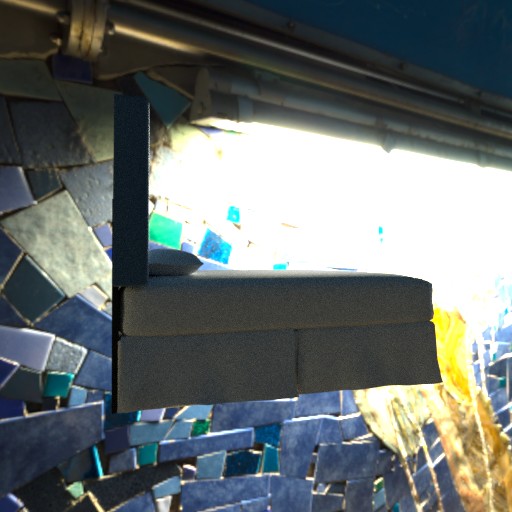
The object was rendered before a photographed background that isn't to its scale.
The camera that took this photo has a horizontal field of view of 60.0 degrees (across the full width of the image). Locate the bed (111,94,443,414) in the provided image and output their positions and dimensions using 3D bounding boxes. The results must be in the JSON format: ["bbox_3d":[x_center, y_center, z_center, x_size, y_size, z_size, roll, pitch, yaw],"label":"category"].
[{"bbox_3d":[0.000,0.000,3.368,2.078,1.665,1.719,0,-1,-18],"label":"bed"}]
